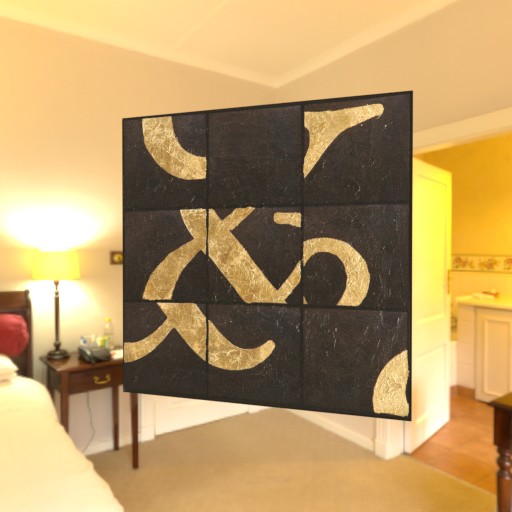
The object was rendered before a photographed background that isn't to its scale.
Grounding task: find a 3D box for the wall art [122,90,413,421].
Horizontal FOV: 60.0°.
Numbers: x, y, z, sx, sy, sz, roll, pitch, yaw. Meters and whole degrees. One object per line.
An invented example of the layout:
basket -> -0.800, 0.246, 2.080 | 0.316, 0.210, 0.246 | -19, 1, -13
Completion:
wall art -> 0.000, 0.000, 1.142 | 0.758, 0.758, 0.044 | 0, 1, 16
